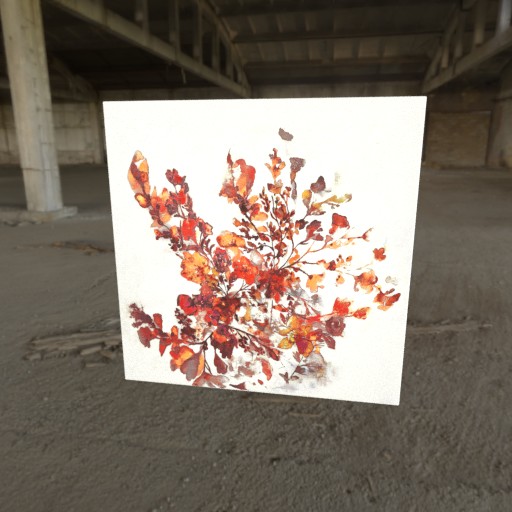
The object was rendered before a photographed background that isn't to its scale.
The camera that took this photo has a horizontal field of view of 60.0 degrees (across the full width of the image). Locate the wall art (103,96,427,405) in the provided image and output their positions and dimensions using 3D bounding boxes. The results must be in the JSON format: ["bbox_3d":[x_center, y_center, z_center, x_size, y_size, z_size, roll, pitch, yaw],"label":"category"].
[{"bbox_3d":[0.000,0.000,1.133,0.757,0.757,0.037,2,15,10],"label":"wall art"}]
